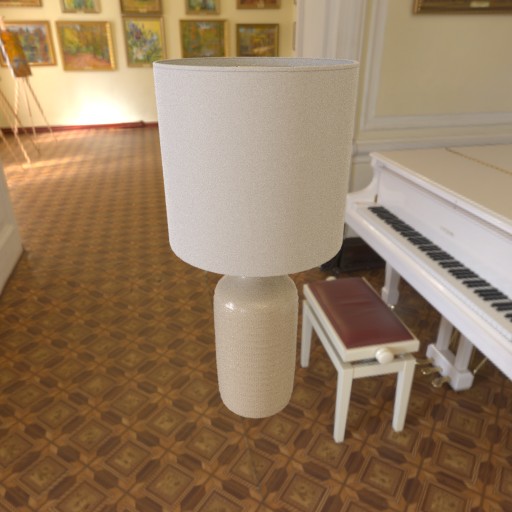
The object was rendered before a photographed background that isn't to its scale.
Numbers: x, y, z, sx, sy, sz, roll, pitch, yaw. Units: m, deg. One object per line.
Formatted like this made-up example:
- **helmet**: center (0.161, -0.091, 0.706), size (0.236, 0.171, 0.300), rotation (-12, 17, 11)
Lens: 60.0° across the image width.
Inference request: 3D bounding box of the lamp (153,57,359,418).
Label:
- **lamp**: center (0.000, 0.000, 0.589), size (0.220, 0.475, 0.220), rotation (0, 26, 0)
